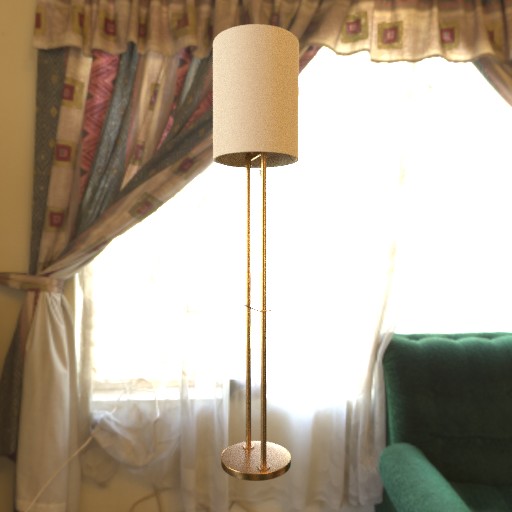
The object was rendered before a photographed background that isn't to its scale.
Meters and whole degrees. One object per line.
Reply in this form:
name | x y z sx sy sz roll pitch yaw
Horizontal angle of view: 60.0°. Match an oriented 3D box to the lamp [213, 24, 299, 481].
lamp | 0.000 0.000 1.593 0.305 1.500 0.306 0 1 -19
